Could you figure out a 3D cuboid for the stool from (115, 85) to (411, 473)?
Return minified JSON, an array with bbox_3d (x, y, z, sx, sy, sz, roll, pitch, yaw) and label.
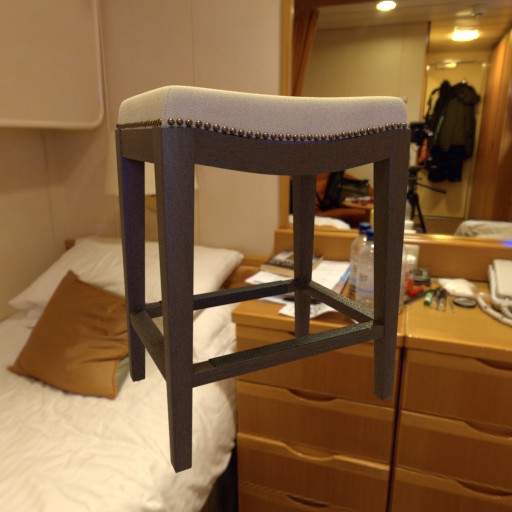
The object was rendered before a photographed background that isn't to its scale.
[{"bbox_3d":[0.000,0.000,0.948,0.500,0.642,0.361,-8,17,-26],"label":"stool"}]
